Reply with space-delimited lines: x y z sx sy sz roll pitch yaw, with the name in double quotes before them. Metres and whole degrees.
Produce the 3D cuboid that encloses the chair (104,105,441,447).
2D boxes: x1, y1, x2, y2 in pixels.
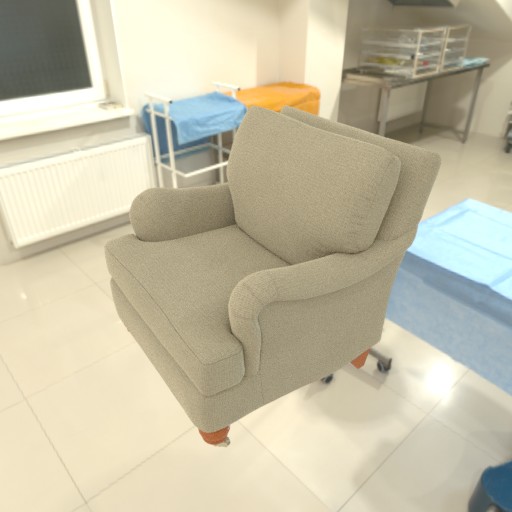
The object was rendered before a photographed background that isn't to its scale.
"chair" 0.000 0.000 1.896 1.070 1.038 0.955 -21 37 -29
